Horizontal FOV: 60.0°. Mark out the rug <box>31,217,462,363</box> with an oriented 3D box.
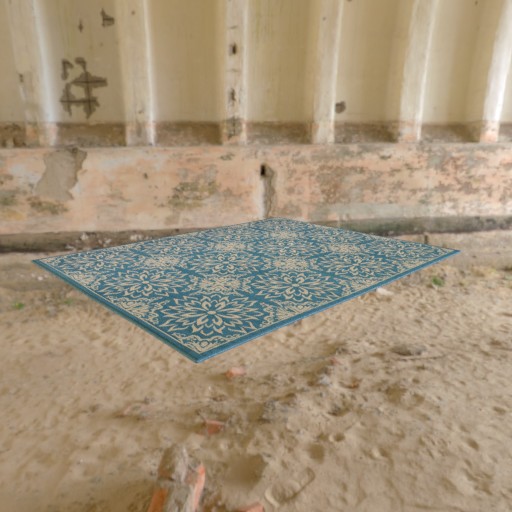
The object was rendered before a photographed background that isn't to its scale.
[{"bbox_3d":[0.000,0.000,3.858,2.964,0.018,2.350,-14,21,-41],"label":"rug"}]
